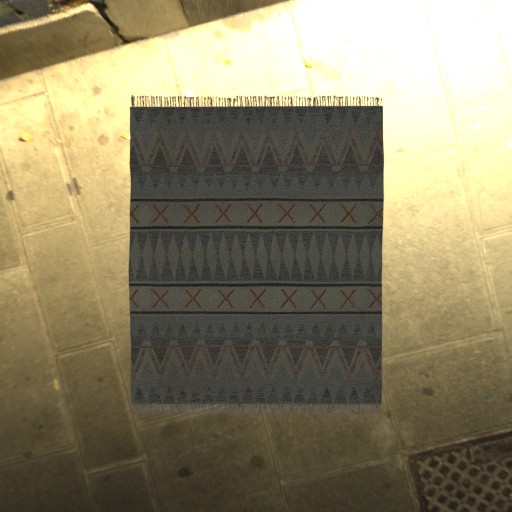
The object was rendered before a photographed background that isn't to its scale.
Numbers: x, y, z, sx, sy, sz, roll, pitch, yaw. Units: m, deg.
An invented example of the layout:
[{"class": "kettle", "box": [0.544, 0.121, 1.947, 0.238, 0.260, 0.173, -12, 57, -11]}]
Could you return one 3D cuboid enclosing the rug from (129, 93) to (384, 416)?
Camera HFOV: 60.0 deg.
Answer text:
[{"class": "rug", "box": [0.000, 0.000, 4.118, 2.371, 0.012, 3.000, 0, 91, 0]}]
